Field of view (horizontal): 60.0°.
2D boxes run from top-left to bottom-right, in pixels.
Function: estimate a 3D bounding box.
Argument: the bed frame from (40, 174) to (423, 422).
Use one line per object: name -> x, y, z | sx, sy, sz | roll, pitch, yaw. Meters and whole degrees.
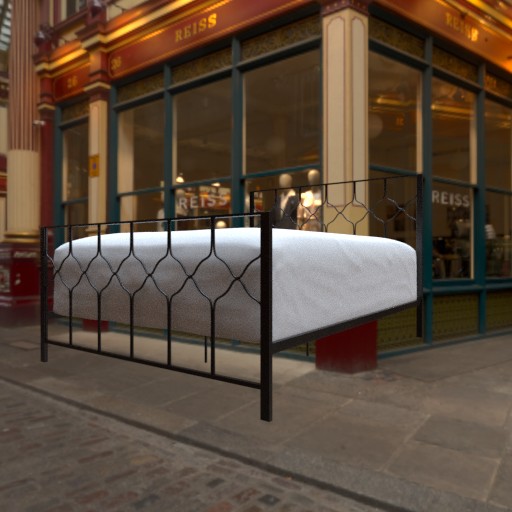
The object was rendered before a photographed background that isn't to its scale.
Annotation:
bed frame -> 0.000, 0.000, 2.943 | 1.597, 1.222, 2.063 | 0, 0, 36
